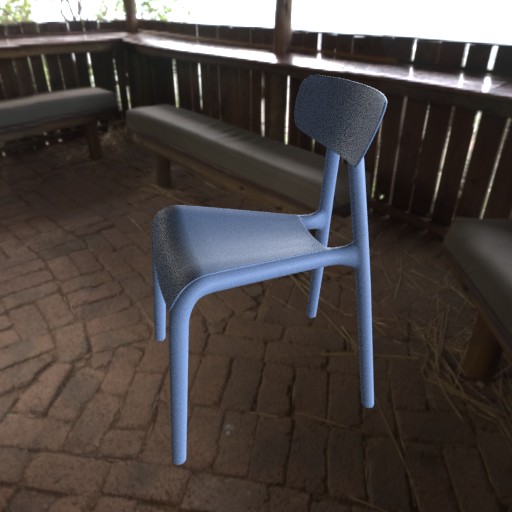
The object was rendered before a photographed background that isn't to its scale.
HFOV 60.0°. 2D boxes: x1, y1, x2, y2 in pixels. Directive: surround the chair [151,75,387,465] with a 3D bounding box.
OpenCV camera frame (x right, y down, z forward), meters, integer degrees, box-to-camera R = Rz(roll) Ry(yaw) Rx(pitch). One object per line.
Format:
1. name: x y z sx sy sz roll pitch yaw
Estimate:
1. chair: 0.000 0.000 0.815 0.401 0.580 0.356 -8 31 -14
